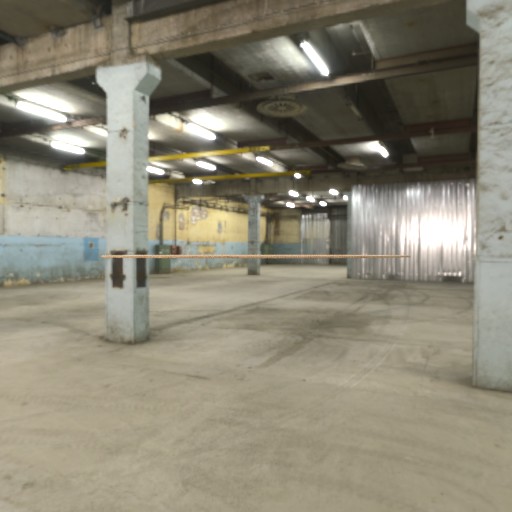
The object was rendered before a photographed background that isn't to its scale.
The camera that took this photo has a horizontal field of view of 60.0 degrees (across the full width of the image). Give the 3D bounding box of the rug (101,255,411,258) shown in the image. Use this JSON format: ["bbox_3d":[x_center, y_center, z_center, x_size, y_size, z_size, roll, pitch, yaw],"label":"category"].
[{"bbox_3d":[0.000,0.000,3.711,2.444,0.015,2.444,0,0,0],"label":"rug"}]
